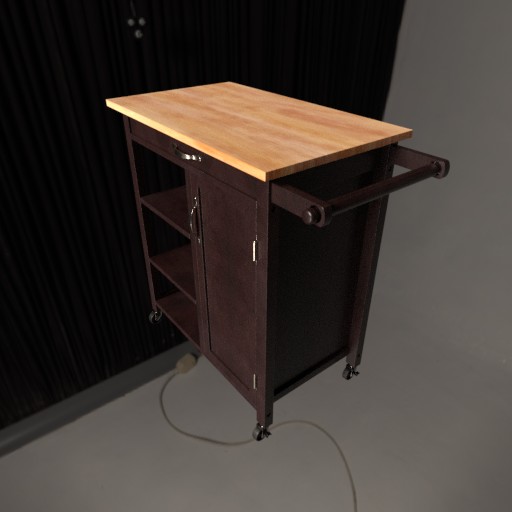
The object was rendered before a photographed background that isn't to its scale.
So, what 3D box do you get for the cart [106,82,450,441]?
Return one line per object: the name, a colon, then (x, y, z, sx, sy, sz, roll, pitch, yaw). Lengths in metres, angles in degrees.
cart: (0.000, 0.000, 1.425, 0.472, 0.878, 0.914, -22, 38, -32)
